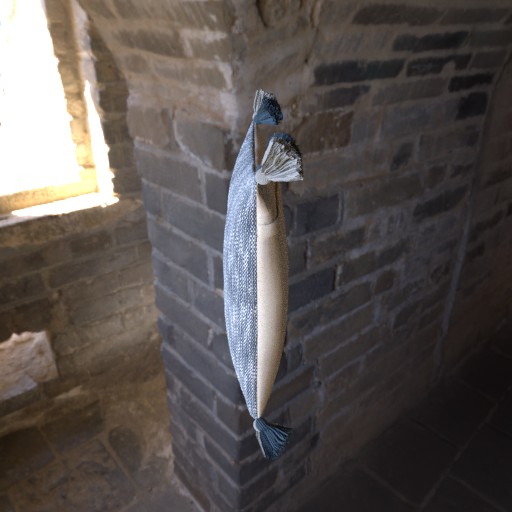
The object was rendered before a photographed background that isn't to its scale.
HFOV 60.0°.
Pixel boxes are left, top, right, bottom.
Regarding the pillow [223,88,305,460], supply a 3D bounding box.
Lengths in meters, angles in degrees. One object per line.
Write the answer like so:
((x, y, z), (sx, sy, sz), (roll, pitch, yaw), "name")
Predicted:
((0.000, 0.000, 0.963), (0.138, 0.634, 0.614), (0, 27, 0), "pillow")
